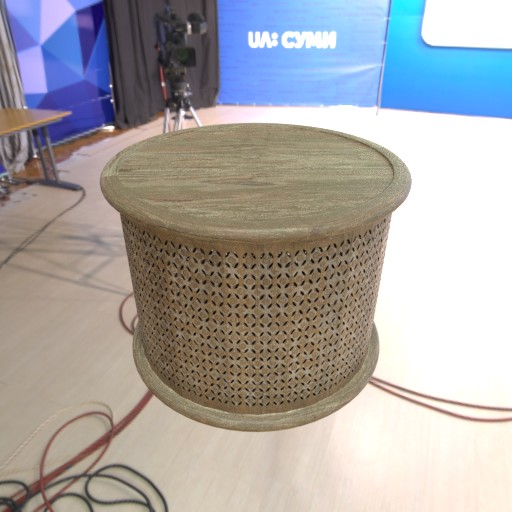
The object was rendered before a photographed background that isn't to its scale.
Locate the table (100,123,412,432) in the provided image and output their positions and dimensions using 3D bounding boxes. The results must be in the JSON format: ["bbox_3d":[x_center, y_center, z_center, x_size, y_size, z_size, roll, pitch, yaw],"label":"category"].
[{"bbox_3d":[0.000,0.000,1.010,0.607,0.450,0.607,0,31,0],"label":"table"}]
